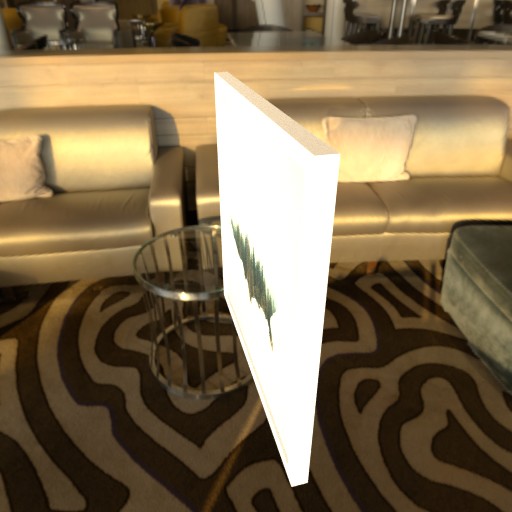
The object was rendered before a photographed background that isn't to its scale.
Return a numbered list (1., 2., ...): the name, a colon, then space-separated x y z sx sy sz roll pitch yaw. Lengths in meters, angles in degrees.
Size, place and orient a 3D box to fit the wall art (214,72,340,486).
1. wall art: 0.000 0.000 1.121 0.038 0.762 0.762 -8 32 -13
